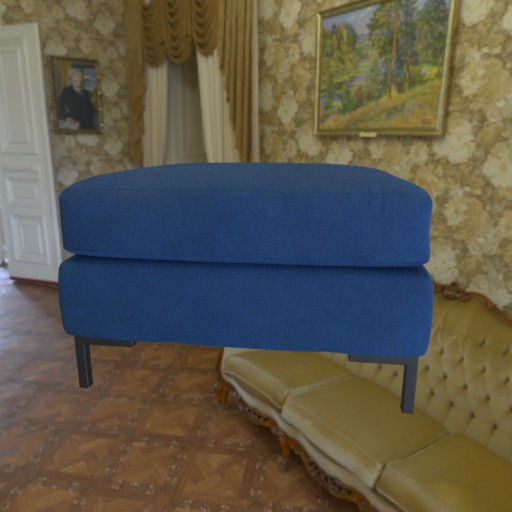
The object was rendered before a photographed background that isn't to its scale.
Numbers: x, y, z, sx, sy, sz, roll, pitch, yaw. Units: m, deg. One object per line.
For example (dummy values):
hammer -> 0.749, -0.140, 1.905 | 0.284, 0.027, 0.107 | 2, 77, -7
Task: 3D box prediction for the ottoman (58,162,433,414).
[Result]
ottoman -> 0.000, 0.000, 1.192 | 0.794, 0.485, 0.655 | 2, 14, 8
